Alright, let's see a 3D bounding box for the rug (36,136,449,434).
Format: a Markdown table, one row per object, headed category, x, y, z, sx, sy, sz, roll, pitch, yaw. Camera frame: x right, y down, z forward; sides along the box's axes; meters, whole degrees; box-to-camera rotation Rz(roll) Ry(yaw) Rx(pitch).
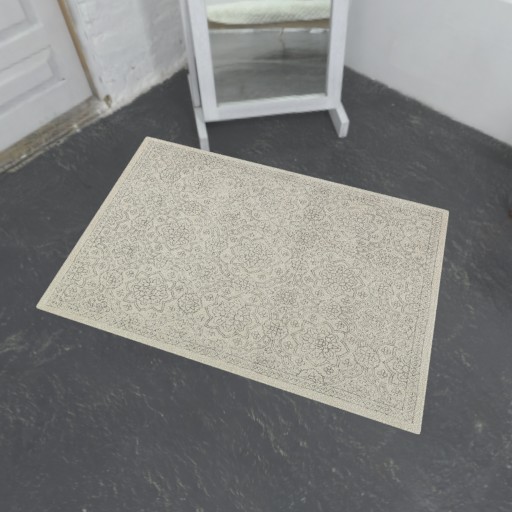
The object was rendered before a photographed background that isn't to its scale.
| category | x | y | z | sx | sy | sz | roll | pitch | yaw |
| --- | --- | --- | --- | --- | --- | --- | --- | --- | --- |
| rug | 0.000 | 0.000 | 2.851 | 2.286 | 0.011 | 1.524 | 16 | 60 | 9 |
